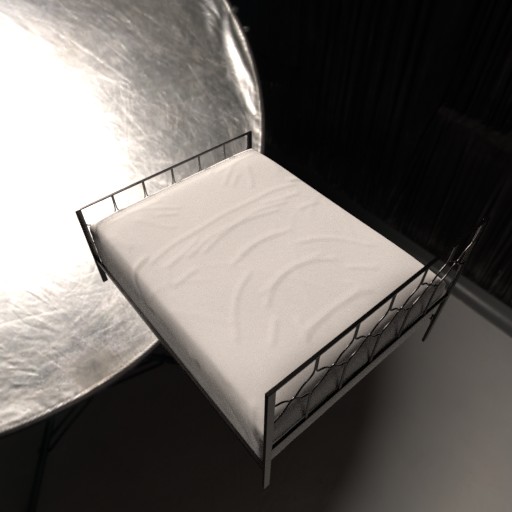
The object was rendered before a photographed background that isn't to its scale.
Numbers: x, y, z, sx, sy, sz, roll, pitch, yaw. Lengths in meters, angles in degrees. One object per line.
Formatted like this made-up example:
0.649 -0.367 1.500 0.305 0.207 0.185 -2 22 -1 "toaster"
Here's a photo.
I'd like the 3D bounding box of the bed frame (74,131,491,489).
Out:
0.000 0.000 3.042 1.597 1.222 2.063 -32 55 -26 "bed frame"
